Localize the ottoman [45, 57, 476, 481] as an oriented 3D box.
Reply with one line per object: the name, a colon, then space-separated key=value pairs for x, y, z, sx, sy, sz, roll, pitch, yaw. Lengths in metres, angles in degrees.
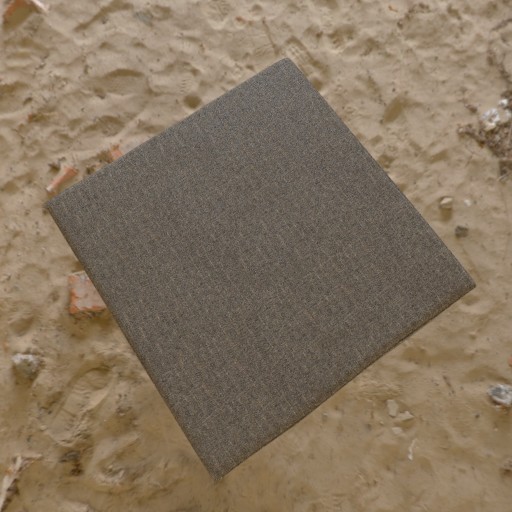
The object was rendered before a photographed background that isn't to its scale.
ottoman: x=0.000 y=0.000 z=1.526 sx=0.981 sy=0.379 sz=1.016 roll=-34 pitch=78 yaw=-8
